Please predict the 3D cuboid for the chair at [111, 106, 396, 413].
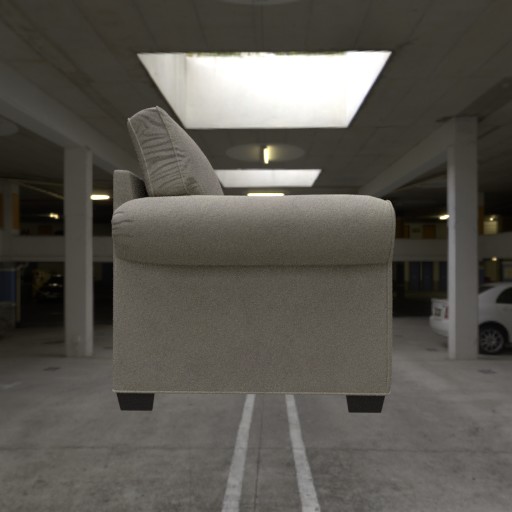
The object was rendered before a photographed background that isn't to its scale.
[{"bbox_3d":[0.000,0.000,1.944,0.939,1.044,1.147,0,0,2],"label":"chair"}]
